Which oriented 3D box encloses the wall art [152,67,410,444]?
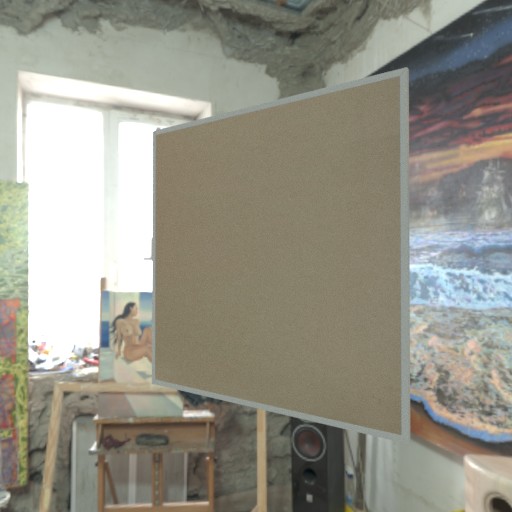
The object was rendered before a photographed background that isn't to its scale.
[{"bbox_3d":[0.000,0.000,0.671,0.456,0.456,0.007,-1,-1,35],"label":"wall art"}]
